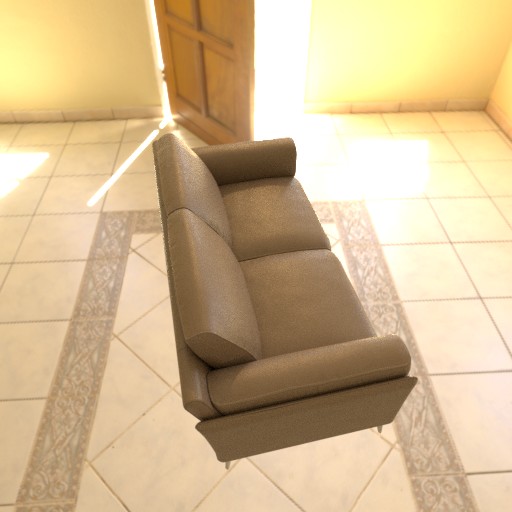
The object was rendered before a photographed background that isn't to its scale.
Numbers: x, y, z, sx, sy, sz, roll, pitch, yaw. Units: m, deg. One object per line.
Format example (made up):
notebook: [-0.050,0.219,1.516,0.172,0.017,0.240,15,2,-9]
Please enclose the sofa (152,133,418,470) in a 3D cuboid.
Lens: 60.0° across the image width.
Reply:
sofa: [0.000,0.000,2.696,1.049,0.930,2.101,-9,46,-9]
